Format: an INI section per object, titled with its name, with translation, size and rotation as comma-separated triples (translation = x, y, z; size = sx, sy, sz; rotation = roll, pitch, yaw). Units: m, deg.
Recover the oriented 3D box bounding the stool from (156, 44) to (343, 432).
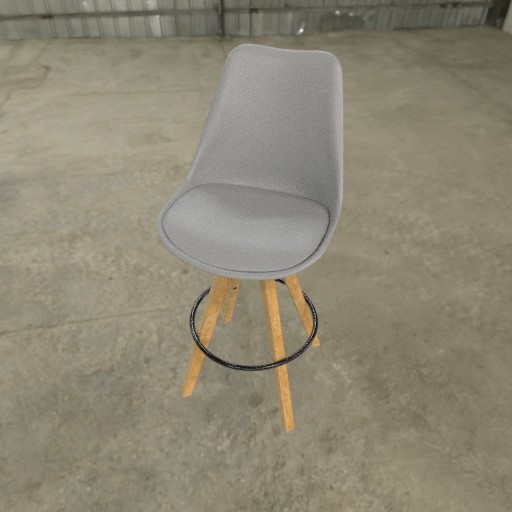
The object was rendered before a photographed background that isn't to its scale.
[stool]
translation = 0.000, 0.000, 1.408
size = 0.485, 1.115, 0.550
rotation = 13, 41, 15
